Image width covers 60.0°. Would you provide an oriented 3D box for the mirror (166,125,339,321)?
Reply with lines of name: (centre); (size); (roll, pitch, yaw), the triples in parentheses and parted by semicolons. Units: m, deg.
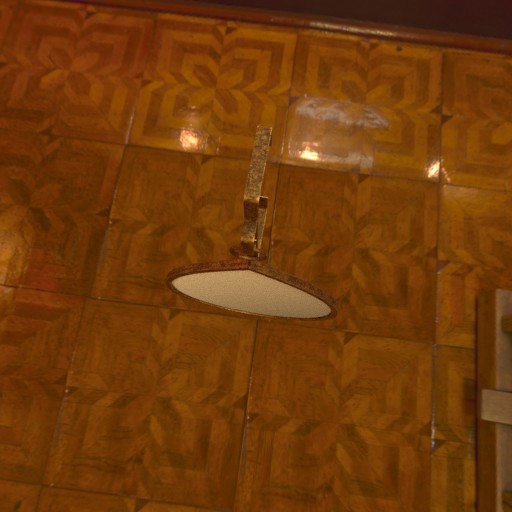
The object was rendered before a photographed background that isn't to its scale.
mirror: (0.000, 0.000, 0.905); (0.405, 0.744, 0.144); (9, 74, 3)
